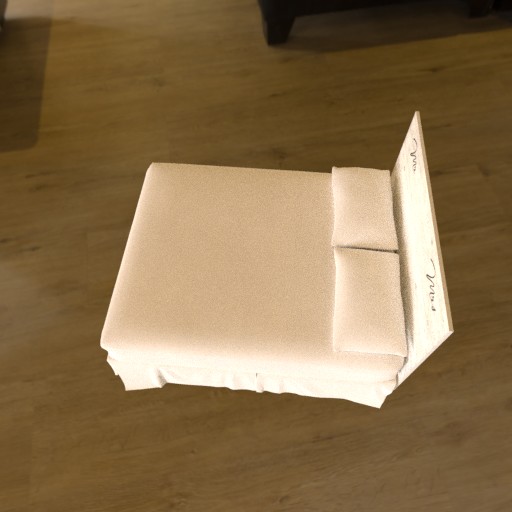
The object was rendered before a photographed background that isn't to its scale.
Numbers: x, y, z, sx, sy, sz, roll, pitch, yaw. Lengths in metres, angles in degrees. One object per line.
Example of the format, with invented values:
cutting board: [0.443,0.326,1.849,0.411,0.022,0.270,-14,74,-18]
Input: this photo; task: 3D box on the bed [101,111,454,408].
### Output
bed: [0.000,0.000,3.207,2.094,1.335,1.745,4,59,2]
